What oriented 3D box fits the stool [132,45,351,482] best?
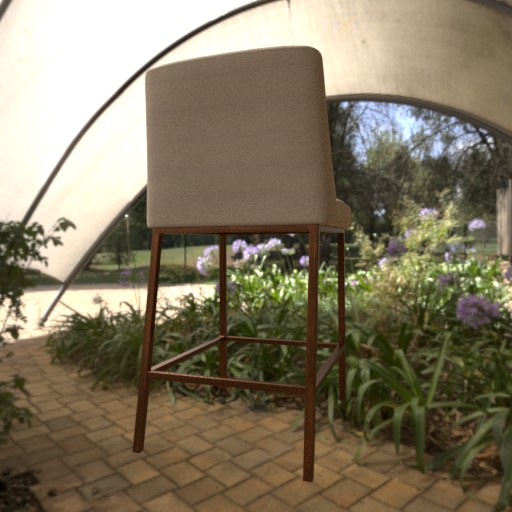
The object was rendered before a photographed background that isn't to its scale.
[{"bbox_3d":[0.000,0.000,1.298,0.507,0.973,0.576,0,1,19],"label":"stool"}]
